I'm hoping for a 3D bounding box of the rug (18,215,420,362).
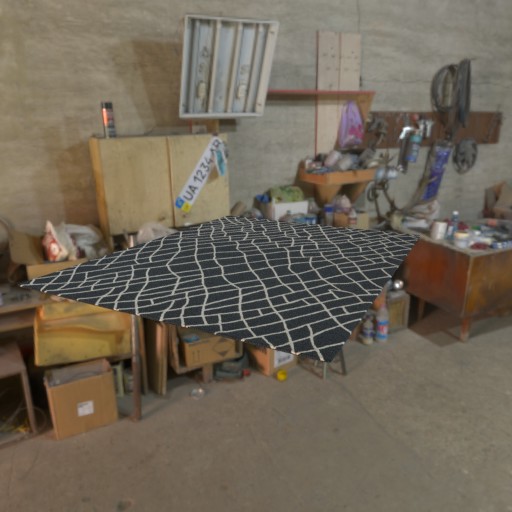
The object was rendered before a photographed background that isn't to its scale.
[{"bbox_3d":[0.000,0.000,4.053,2.439,0.022,3.047,8,18,26],"label":"rug"}]
